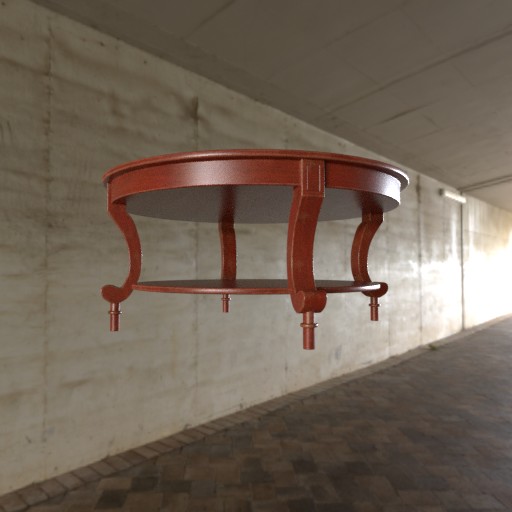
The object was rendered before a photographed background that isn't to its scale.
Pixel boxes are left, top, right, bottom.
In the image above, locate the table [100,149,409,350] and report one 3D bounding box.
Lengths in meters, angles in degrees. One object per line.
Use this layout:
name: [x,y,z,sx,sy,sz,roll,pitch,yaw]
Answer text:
table: [0.000,0.000,1.560,1.029,0.486,1.029,0,-1,0]
